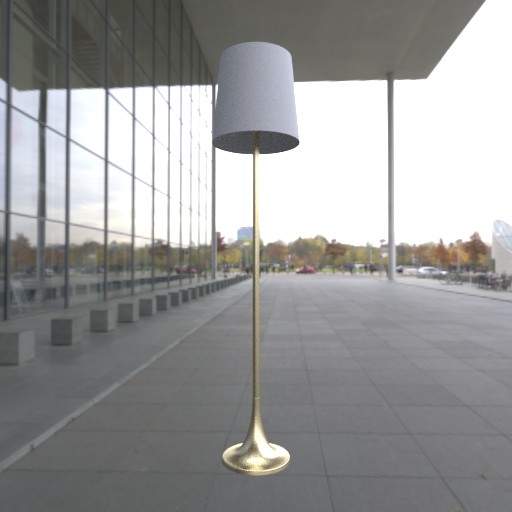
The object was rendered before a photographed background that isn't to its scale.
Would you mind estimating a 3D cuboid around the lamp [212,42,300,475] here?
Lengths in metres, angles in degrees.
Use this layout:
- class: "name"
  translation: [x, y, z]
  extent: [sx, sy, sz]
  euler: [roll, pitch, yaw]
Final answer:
- class: "lamp"
  translation: [0.000, 0.000, 1.699]
  extent: [0.337, 1.543, 0.337]
  euler: [0, -1, 0]
